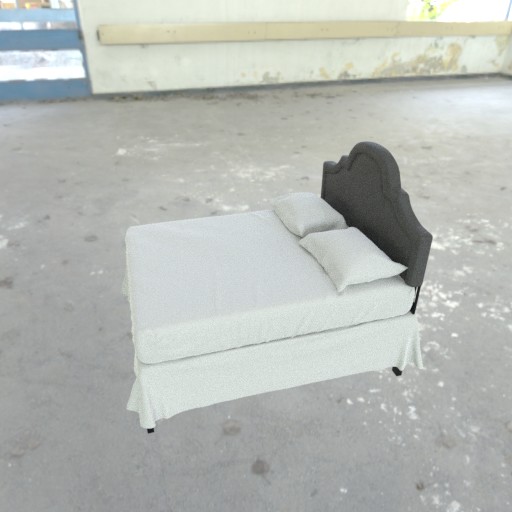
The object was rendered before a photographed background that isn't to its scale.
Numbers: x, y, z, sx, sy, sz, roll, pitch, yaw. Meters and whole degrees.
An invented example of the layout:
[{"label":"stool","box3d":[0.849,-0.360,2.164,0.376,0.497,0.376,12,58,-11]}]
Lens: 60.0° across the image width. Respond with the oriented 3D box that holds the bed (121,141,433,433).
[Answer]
[{"label":"bed","box3d":[0.000,0.000,3.510,2.222,1.634,1.780,-8,31,-14]}]
